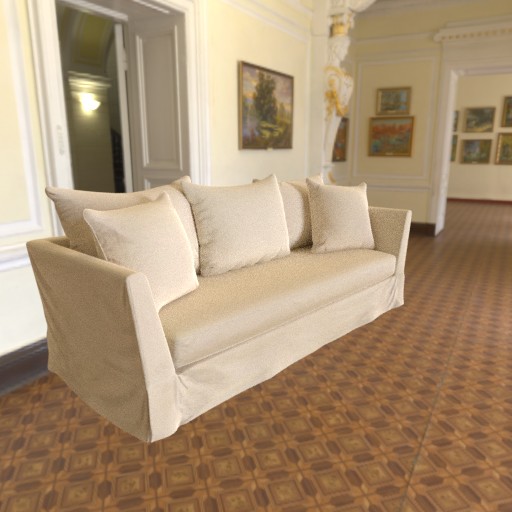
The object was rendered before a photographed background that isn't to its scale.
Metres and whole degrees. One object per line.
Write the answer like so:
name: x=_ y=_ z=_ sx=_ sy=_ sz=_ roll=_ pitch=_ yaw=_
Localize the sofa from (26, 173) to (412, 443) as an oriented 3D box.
sofa: x=0.000 y=0.000 z=2.909 sx=1.030 sy=1.042 sz=2.484 roll=12 pitch=18 yaw=41
